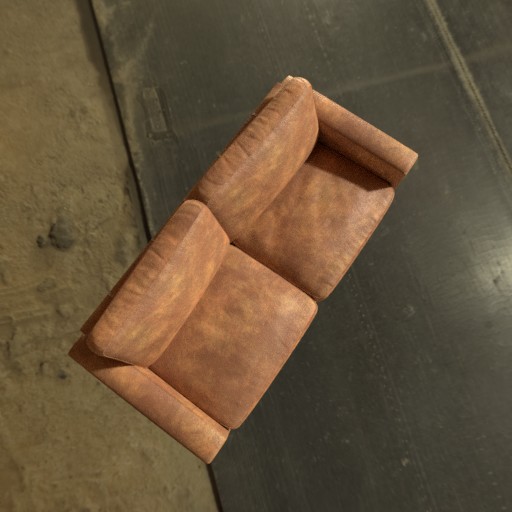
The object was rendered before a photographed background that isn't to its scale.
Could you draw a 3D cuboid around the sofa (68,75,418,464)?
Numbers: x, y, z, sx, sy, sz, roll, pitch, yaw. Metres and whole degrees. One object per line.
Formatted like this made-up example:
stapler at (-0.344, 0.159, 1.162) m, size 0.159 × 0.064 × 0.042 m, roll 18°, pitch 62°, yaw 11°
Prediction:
sofa at (0.000, 0.000, 2.700) m, size 1.016 × 0.873 × 2.179 m, roll 35°, pitch 79°, yaw 8°
